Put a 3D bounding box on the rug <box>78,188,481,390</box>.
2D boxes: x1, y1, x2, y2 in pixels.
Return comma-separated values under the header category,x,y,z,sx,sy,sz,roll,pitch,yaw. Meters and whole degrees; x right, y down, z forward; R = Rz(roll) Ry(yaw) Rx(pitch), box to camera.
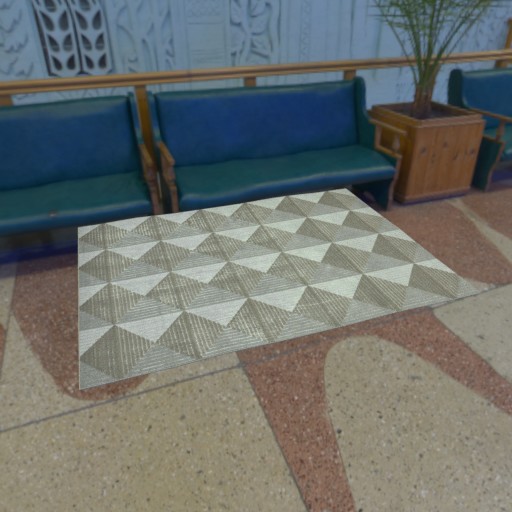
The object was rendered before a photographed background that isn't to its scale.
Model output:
category,x,y,z,sx,sy,sz,roll,pitch,yaw
rug,0.000,0.000,4.392,3.333,0.027,2.428,-10,33,-16
